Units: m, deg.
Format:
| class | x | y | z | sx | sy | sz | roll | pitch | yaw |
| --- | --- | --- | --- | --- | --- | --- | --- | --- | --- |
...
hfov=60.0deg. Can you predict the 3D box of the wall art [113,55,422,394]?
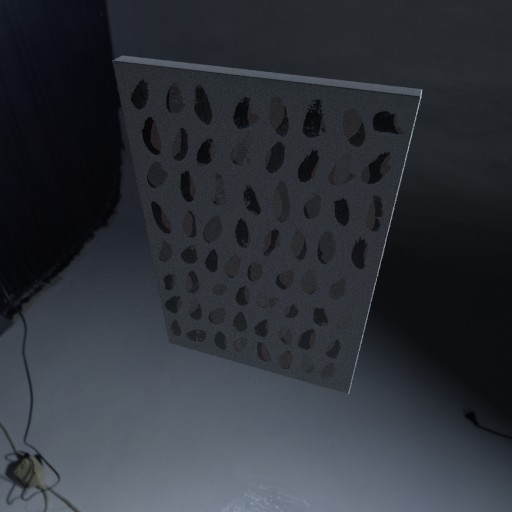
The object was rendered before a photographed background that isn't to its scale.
| class | x | y | z | sx | sy | sz | roll | pitch | yaw |
| --- | --- | --- | --- | --- | --- | --- | --- | --- | --- |
| wall art | 0.000 | 0.000 | 0.760 | 0.405 | 0.608 | 0.025 | 12 | 42 | 14 |
